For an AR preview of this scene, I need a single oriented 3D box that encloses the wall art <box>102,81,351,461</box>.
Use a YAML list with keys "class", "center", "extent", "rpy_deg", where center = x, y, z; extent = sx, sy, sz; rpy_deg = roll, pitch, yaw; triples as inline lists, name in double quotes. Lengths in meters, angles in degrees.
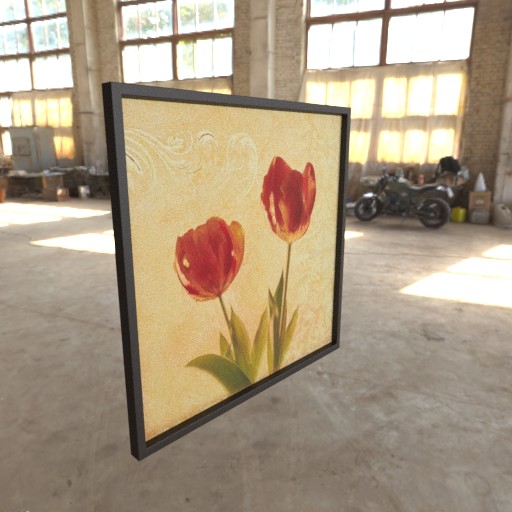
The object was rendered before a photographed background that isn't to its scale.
- class: "wall art"
  center: [0.000, 0.000, 1.198]
  extent: [0.043, 0.807, 0.805]
  rpy_deg: [13, 19, 42]
